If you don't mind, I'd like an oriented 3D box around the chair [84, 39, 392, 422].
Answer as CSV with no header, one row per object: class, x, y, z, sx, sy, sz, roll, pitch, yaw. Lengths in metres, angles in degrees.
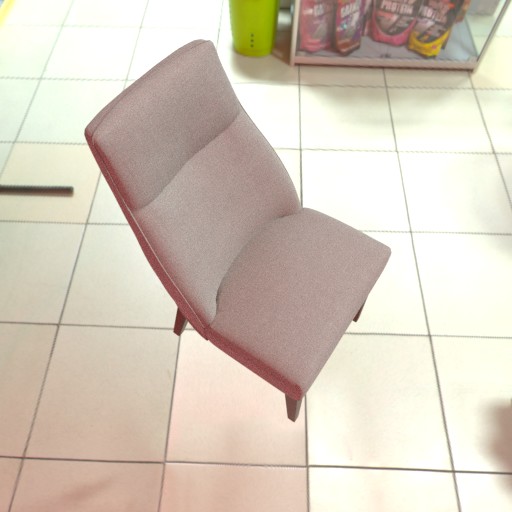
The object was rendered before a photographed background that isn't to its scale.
chair,0.000,0.000,1.233,0.620,0.930,0.500,31,64,17
